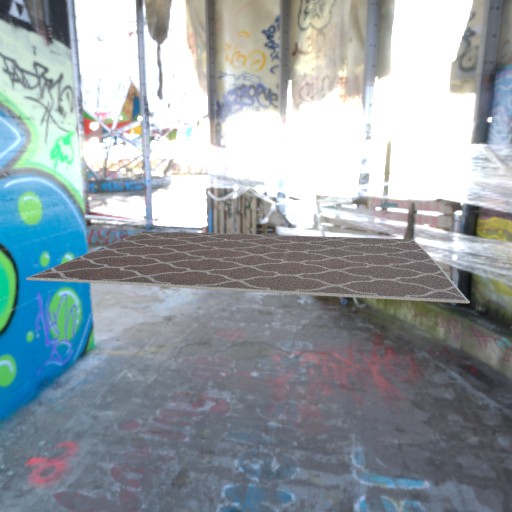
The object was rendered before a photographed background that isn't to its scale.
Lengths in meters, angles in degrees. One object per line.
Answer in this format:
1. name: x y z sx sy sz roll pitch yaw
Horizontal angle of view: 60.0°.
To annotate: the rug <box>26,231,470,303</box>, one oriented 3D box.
1. rug: 0.000 0.000 2.962 2.294 0.014 1.528 2 13 9
